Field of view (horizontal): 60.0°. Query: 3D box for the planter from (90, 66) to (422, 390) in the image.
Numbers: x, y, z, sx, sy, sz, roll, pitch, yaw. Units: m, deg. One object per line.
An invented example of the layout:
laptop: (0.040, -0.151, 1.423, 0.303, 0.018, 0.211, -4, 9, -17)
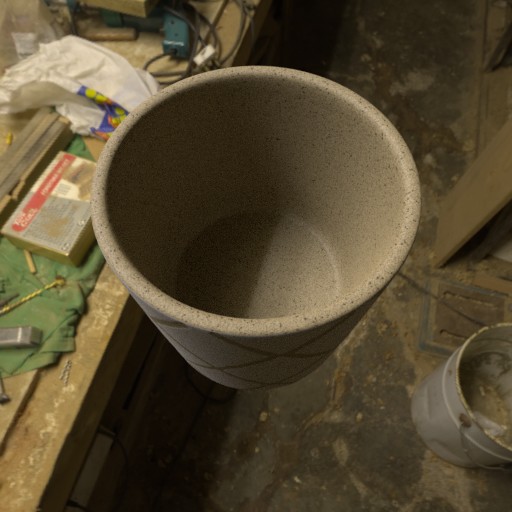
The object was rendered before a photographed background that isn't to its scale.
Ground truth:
planter: (0.000, 0.000, 0.410, 0.228, 0.235, 0.228, 0, 62, 0)
